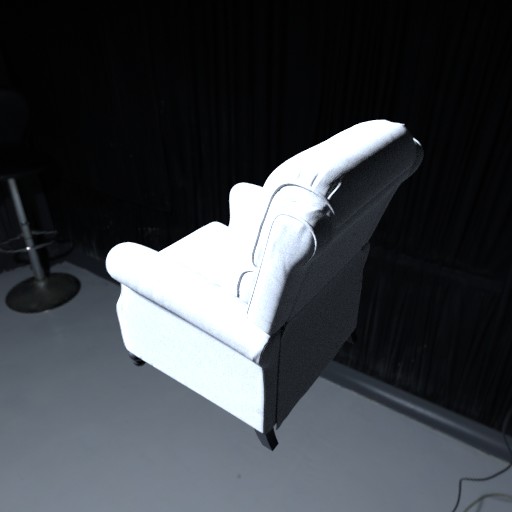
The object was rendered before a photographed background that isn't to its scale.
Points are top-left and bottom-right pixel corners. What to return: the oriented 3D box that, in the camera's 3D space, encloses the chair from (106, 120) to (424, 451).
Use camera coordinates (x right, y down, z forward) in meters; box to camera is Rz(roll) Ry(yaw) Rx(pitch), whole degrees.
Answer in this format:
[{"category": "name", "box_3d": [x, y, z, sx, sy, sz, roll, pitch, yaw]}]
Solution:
[{"category": "chair", "box_3d": [0.000, 0.000, 1.732, 0.919, 1.046, 0.859, 20, 37, 30]}]
